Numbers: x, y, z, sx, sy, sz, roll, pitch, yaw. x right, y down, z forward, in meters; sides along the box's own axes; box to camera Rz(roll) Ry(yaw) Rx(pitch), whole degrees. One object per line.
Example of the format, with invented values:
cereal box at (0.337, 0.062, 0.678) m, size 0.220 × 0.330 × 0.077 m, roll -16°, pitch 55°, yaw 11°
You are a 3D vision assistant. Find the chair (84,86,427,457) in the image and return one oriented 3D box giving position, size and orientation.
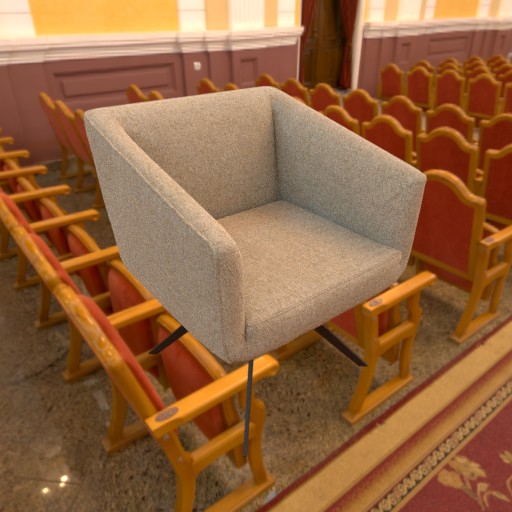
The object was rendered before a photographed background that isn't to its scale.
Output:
chair at (0.000, 0.000, 1.228) m, size 0.628 × 0.760 × 0.623 m, roll -21°, pitch 36°, yaw -32°
